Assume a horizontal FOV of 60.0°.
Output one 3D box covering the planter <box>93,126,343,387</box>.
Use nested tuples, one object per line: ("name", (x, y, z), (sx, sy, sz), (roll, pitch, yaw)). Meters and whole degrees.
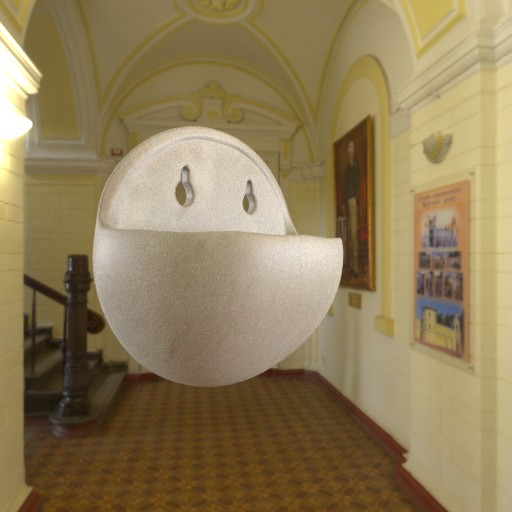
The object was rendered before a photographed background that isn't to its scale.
("planter", (0.000, 0.000, 0.273), (0.073, 0.164, 0.190), (0, 0, 37))
